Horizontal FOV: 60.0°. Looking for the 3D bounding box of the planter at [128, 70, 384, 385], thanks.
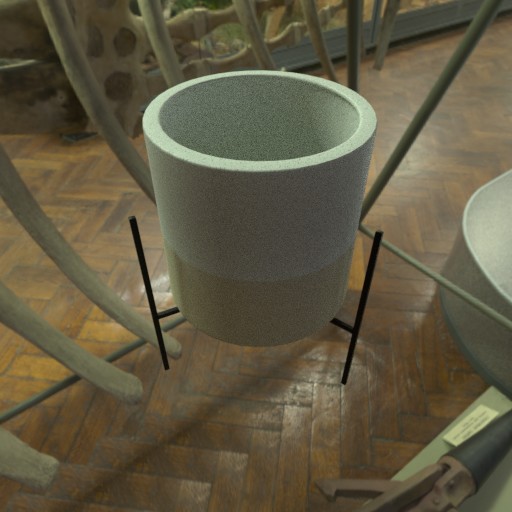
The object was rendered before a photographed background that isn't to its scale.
[{"bbox_3d":[0.000,0.000,0.556,0.267,0.362,0.263,-26,48,-26],"label":"planter"}]
